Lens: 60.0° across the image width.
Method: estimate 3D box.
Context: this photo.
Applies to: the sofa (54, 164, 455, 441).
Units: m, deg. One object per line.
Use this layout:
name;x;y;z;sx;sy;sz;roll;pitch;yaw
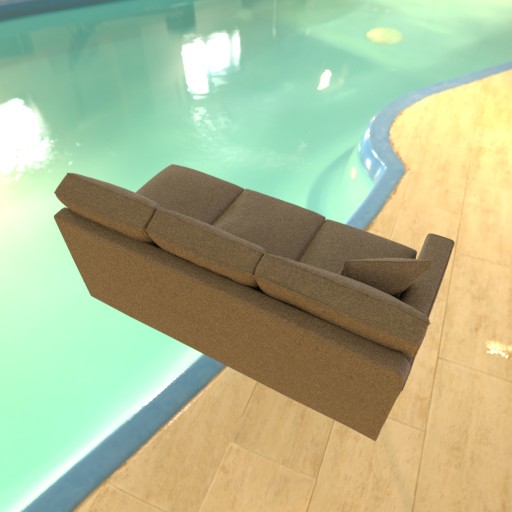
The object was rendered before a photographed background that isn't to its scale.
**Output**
sofa;0.000;0.000;2.573;1.963;0.946;1.034;22;51;19
